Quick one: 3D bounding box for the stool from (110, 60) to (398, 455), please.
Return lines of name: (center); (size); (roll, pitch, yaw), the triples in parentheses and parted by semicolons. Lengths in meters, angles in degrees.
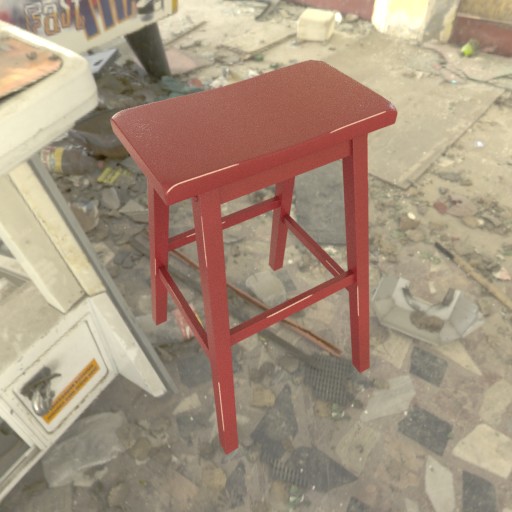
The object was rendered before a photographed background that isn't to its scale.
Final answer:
stool: (0.000, 0.000, 1.035); (0.457, 0.737, 0.476); (-24, 51, -21)
